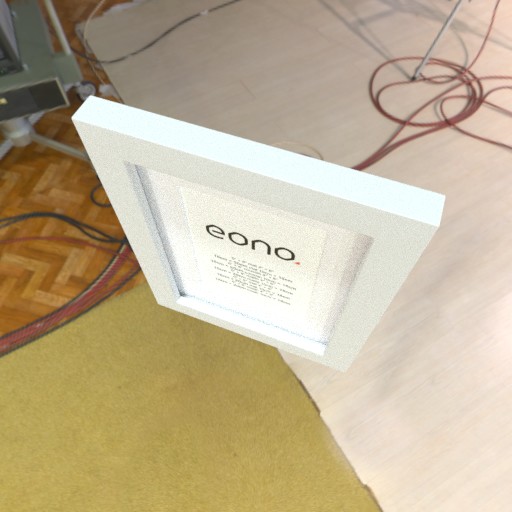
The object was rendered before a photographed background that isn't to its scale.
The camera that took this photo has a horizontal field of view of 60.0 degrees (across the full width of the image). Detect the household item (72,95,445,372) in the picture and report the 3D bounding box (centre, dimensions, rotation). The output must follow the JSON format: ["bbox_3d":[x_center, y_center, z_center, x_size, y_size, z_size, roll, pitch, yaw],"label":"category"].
[{"bbox_3d":[0.000,0.000,0.343,0.200,0.250,0.045,18,62,10],"label":"household item"}]
